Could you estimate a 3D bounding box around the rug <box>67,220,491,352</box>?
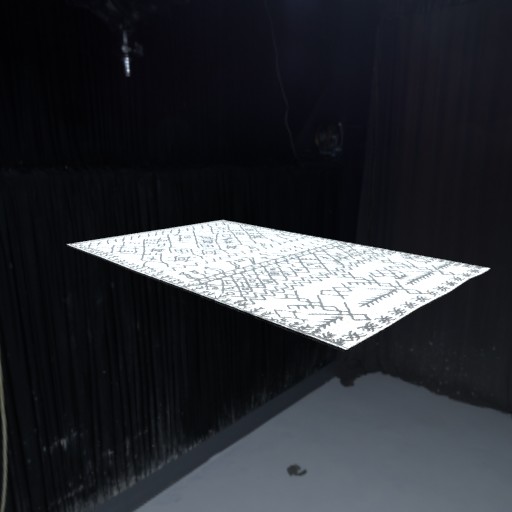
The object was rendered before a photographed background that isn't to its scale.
[{"bbox_3d":[0.000,0.000,2.962,2.444,0.012,1.530,14,20,43],"label":"rug"}]
